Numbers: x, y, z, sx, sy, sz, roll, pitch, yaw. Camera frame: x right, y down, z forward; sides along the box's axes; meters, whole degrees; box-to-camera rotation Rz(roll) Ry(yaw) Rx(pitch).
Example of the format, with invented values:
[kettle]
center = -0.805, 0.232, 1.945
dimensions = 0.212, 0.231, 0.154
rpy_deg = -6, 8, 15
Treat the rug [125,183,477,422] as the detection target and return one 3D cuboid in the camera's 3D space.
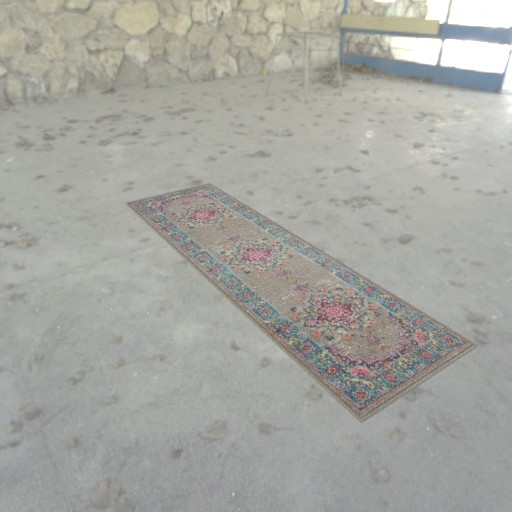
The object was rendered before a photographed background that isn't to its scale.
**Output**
[rug]
center = 0.000, 0.000, 1.999
dimensions = 0.553, 0.012, 1.827
rpy_deg = -19, 35, -29
